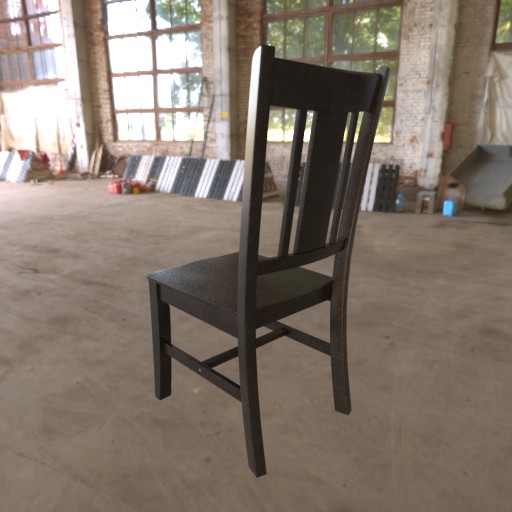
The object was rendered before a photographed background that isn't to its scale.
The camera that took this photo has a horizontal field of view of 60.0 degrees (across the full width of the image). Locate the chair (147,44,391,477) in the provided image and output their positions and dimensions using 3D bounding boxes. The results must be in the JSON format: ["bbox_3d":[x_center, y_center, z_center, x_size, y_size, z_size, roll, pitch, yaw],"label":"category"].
[{"bbox_3d":[0.000,0.000,1.273,0.450,0.998,0.555,-14,21,-41],"label":"chair"}]
